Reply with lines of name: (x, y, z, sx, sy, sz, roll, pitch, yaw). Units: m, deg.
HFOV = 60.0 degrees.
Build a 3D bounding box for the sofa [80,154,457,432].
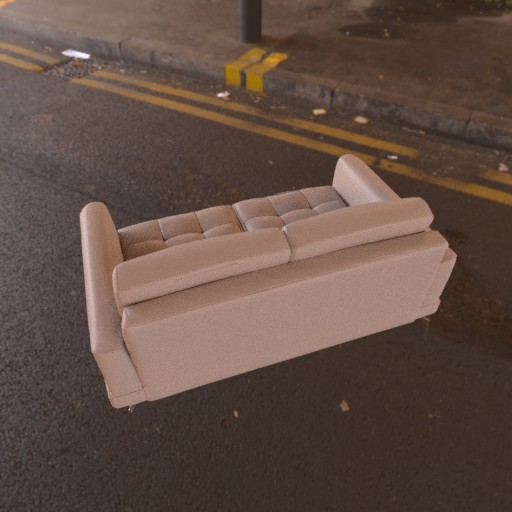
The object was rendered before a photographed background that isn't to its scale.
sofa: (0.000, 0.000, 2.464, 1.819, 0.930, 1.121, -13, 45, -14)
